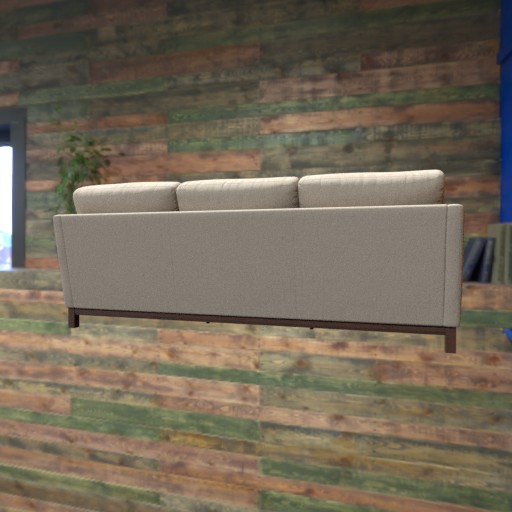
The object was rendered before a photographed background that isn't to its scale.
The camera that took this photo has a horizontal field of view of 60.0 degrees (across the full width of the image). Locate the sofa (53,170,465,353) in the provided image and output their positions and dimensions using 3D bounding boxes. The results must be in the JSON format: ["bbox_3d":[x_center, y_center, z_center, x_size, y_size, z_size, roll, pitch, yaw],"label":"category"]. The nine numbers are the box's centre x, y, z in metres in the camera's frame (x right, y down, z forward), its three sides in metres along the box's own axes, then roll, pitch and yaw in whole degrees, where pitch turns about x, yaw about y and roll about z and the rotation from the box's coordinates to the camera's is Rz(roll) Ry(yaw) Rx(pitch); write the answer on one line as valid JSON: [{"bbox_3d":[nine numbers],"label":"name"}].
[{"bbox_3d":[0.000,0.000,2.831,2.321,0.913,1.000,0,1,18],"label":"sofa"}]
